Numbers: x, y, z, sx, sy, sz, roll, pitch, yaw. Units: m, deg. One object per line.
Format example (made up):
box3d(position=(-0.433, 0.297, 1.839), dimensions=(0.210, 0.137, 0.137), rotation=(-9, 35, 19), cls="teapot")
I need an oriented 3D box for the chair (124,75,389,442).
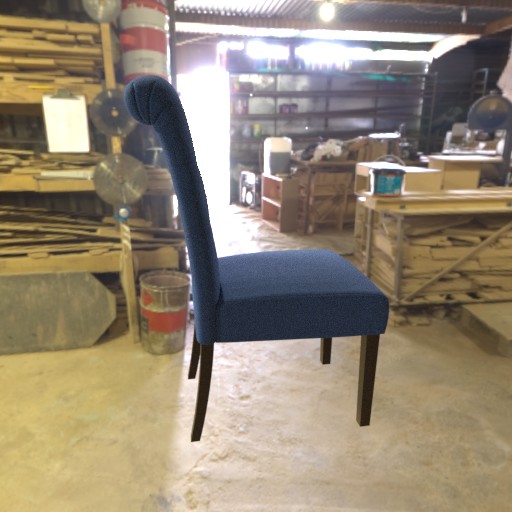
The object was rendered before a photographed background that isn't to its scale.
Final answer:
box3d(position=(0.000, 0.000, 1.355), dimensions=(0.671, 1.006, 0.456), rotation=(-3, 17, -9), cls="chair")
